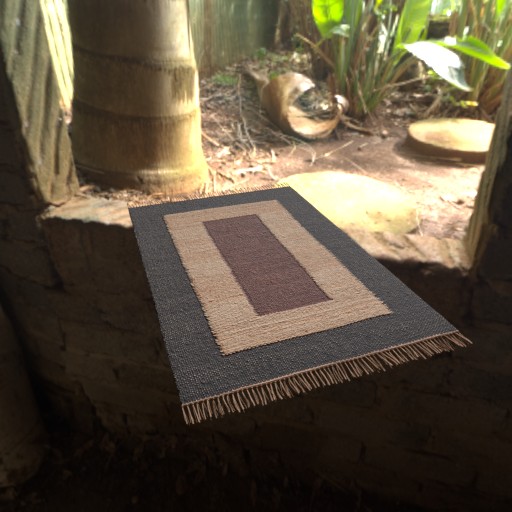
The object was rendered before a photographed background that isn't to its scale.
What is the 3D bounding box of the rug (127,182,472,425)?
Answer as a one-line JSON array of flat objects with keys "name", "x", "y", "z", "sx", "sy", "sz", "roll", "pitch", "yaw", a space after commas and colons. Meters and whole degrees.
[{"name": "rug", "x": 0.000, "y": 0.000, "z": 2.495, "sx": 1.224, "sy": 0.027, "sz": 2.021, "roll": -10, "pitch": 32, "yaw": -17}]
